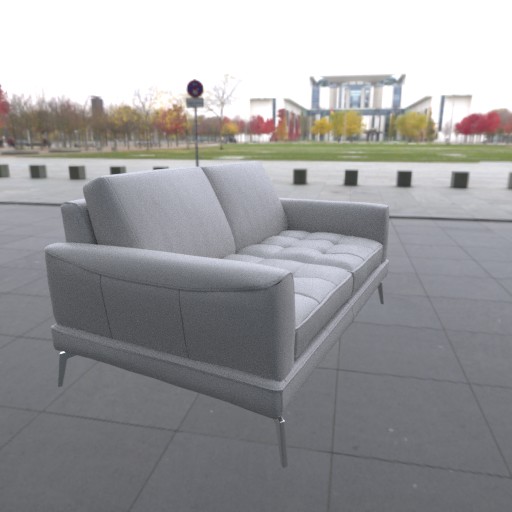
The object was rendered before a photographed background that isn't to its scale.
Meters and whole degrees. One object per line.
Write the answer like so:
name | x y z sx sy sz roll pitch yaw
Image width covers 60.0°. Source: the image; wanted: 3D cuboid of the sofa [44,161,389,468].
sofa | 0.000 0.000 2.368 1.121 0.930 1.819 7 17 26
